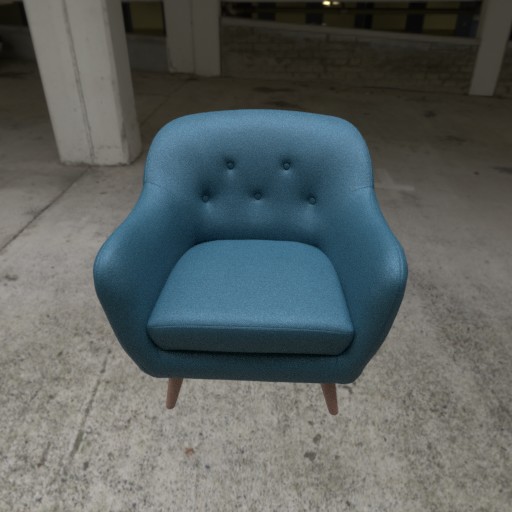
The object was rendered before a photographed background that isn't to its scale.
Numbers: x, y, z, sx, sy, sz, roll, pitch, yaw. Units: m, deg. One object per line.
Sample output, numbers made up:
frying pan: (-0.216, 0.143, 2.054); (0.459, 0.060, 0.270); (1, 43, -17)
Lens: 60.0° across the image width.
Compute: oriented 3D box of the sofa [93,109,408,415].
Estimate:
sofa: (0.000, 0.000, 1.544); (0.836, 0.817, 0.825); (1, 31, 2)
